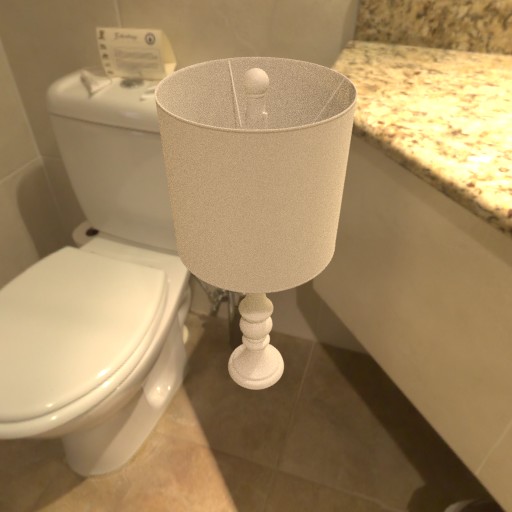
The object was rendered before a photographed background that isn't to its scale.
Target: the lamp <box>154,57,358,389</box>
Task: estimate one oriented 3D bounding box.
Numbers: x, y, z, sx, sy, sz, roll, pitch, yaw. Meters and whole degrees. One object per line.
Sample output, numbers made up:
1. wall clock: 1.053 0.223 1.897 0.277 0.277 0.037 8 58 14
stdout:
1. lamp: 0.000 0.000 0.732 0.250 0.597 0.250 -12 42 -14
